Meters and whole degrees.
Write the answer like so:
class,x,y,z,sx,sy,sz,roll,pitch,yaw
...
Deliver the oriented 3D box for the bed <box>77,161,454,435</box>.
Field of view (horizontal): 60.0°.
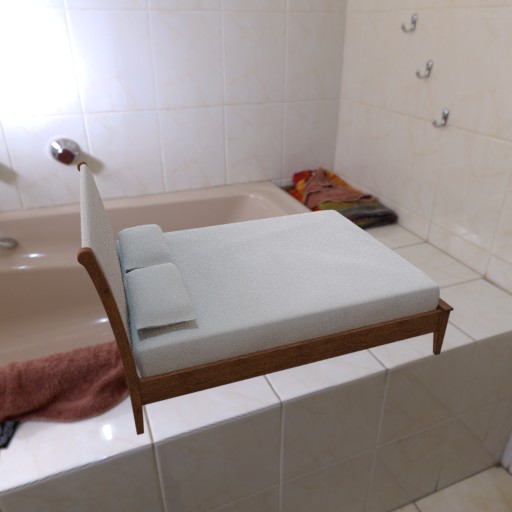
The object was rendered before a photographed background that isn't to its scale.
class,x,y,z,sx,sy,sz,roll,pitch,yaw
bed,0.000,0.000,3.016,2.108,1.135,1.502,-9,29,-17
